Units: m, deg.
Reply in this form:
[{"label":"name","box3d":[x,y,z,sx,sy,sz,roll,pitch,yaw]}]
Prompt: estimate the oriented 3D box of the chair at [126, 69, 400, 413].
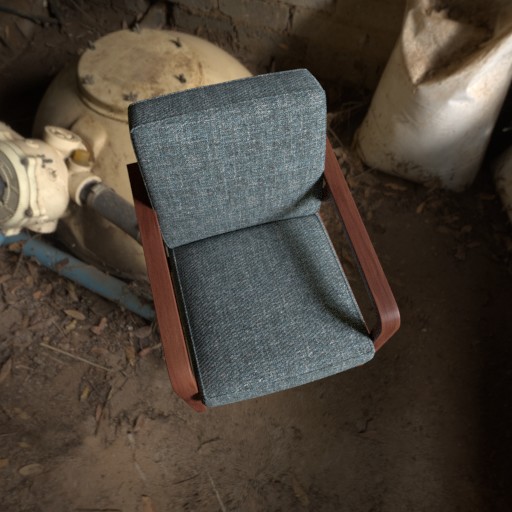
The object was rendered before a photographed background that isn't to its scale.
[{"label":"chair","box3d":[0.000,0.000,1.552,0.719,0.864,0.889,-14,64,-7]}]
